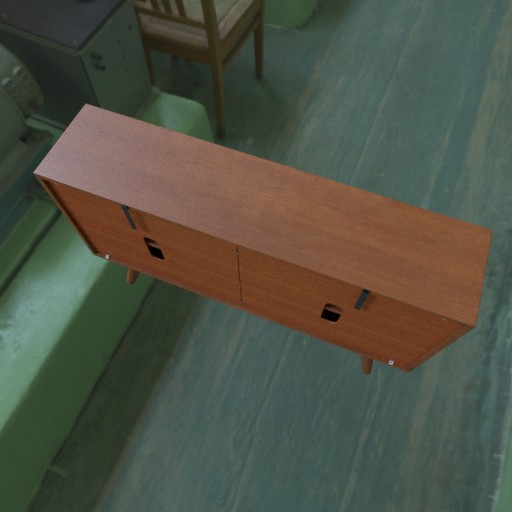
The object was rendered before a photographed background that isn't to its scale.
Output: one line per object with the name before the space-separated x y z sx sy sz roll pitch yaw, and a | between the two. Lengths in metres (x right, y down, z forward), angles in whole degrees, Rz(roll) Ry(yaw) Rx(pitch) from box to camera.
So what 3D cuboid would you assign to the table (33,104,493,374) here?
table | 0.000 0.000 1.508 1.220 0.698 0.308 19 65 9
